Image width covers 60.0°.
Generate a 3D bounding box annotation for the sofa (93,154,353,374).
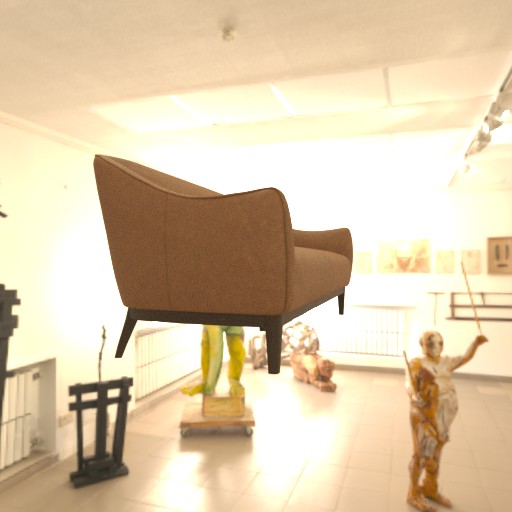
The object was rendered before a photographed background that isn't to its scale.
[{"bbox_3d":[0.000,0.000,2.461,0.869,0.830,1.928,0,-1,18],"label":"sofa"}]
